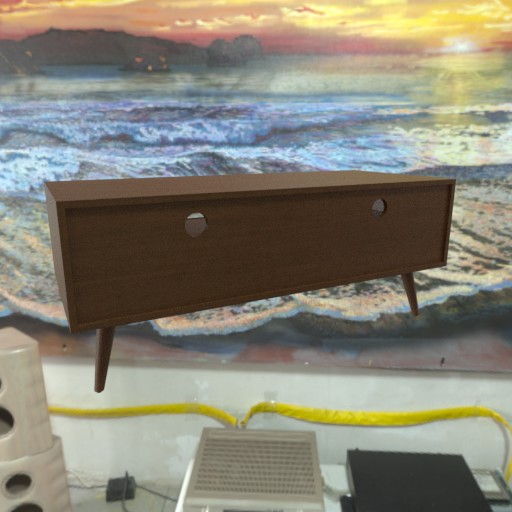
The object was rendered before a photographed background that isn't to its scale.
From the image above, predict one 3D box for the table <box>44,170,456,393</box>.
[{"bbox_3d":[0.000,0.000,1.369,1.119,0.464,0.490,-7,16,-26],"label":"table"}]
